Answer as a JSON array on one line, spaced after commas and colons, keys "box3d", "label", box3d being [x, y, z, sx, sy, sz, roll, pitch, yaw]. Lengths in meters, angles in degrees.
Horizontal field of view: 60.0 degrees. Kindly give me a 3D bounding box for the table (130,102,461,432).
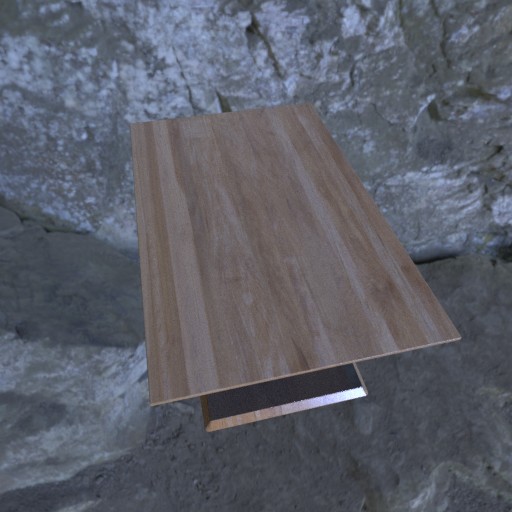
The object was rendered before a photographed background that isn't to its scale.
[{"box3d": [0.000, 0.000, 1.467, 0.692, 0.441, 1.100, -10, 48, -9], "label": "table"}]
